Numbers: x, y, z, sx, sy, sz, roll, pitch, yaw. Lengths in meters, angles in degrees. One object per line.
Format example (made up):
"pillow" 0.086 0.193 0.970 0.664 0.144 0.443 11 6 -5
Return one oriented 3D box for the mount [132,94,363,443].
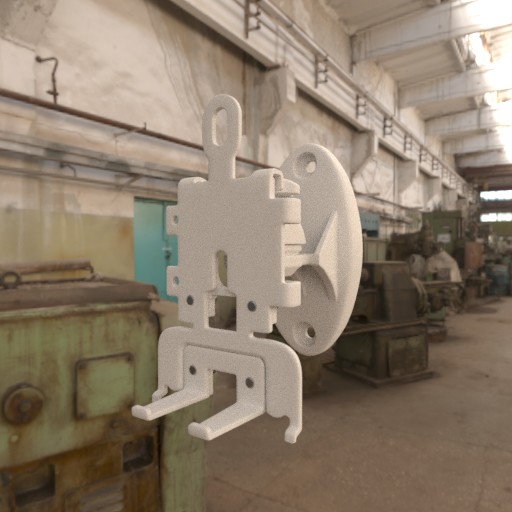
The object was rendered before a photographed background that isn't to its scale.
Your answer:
"mount" 0.000 0.000 0.181 0.066 0.118 0.100 1 2 35
